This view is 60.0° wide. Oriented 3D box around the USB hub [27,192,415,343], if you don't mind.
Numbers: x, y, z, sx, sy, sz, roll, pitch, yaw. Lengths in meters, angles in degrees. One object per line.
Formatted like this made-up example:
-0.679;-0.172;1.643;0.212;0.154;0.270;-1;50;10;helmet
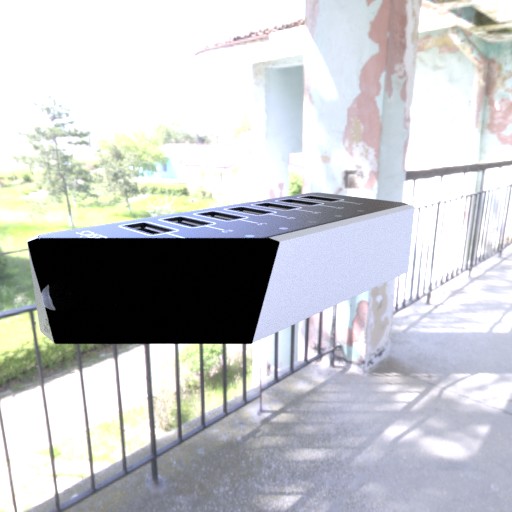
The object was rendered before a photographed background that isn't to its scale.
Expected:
0.000;0.000;0.128;0.110;0.023;0.044;-15;22;-43;USB hub
